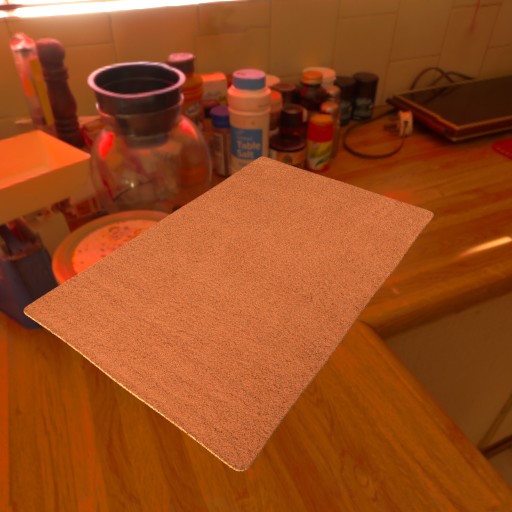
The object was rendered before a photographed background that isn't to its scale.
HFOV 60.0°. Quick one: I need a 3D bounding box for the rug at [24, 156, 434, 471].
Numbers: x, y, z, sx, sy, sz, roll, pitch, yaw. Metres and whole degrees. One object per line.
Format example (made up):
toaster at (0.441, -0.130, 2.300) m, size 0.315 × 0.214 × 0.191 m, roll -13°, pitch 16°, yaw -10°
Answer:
rug at (0.000, 0.000, 3.314) m, size 1.801 × 0.024 × 2.700 m, roll 25°, pitch 45°, yaw 27°
